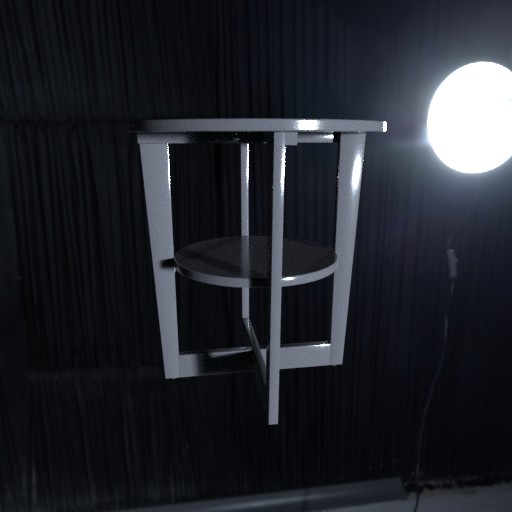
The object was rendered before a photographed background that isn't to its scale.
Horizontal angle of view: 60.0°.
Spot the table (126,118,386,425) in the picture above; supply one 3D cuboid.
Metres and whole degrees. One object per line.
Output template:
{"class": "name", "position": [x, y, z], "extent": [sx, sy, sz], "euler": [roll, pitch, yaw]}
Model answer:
{"class": "table", "position": [0.000, 0.000, 0.956], "extent": [0.500, 0.550, 0.500], "euler": [0, 15, 0]}
